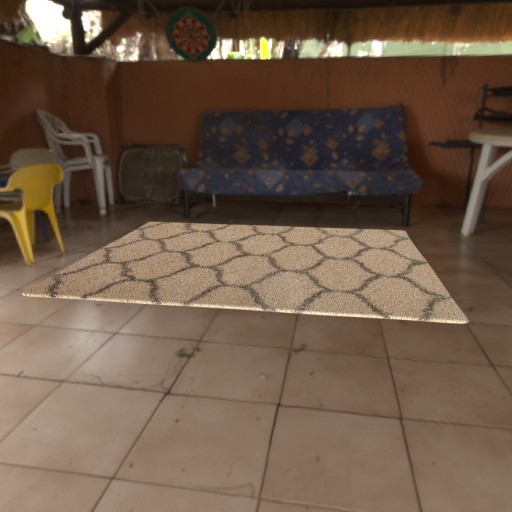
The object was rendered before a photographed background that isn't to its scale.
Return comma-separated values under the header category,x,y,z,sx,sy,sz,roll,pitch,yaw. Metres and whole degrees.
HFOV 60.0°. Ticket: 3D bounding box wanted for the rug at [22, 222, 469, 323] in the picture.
category,x,y,z,sx,sy,sz,roll,pitch,yaw
rug,0.000,0.000,4.037,3.000,0.026,2.399,3,17,8
